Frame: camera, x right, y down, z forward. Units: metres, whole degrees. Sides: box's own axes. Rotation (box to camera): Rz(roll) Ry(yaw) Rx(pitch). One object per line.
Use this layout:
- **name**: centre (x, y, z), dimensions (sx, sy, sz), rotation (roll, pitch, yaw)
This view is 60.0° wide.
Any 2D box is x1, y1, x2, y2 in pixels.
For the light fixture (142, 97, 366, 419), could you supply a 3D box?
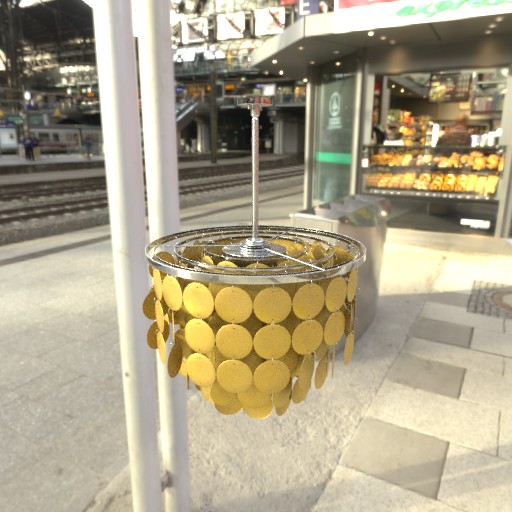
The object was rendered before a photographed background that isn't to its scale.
- **light fixture**: centre (0.000, 0.000, 0.735), dimensions (0.368, 0.492, 0.368), rotation (0, 14, 0)
